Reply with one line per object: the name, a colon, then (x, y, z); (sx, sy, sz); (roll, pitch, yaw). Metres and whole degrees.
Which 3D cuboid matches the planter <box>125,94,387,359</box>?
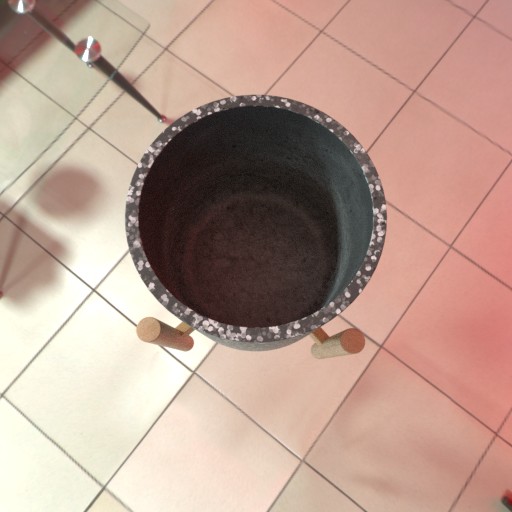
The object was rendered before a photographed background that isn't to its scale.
planter: (0.000, 0.000, 0.531); (0.284, 0.320, 0.284); (-19, 76, -5)
